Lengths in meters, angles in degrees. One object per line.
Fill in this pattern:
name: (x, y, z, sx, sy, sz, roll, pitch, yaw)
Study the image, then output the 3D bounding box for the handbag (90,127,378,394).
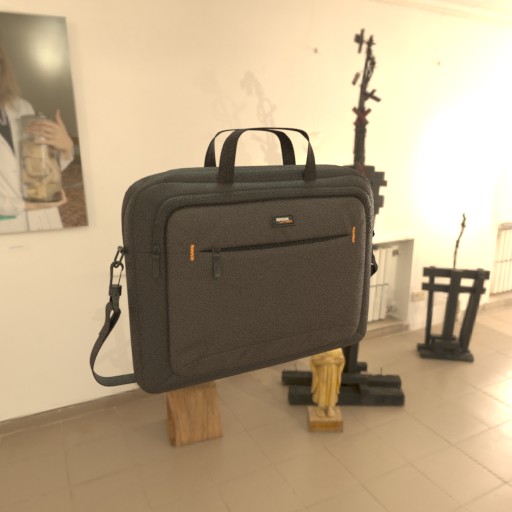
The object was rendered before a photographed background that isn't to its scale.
handbag: (0.000, 0.000, 0.439, 0.320, 0.244, 0.089, -7, 16, -26)
